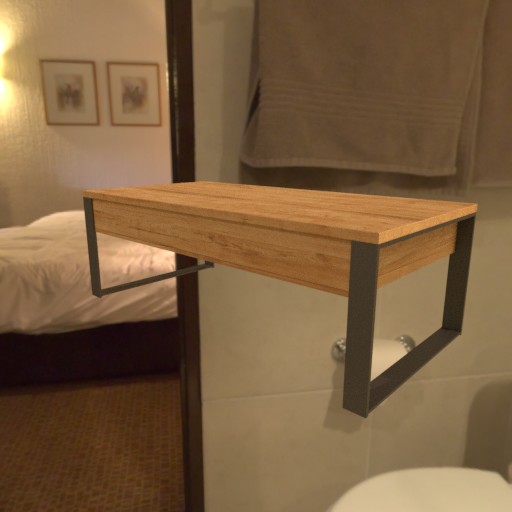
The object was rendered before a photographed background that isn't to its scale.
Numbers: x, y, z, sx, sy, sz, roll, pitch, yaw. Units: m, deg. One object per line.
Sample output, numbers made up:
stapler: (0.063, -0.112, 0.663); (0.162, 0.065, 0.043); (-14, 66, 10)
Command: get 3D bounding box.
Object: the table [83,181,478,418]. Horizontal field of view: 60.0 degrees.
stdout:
table: (0.000, 0.000, 1.487); (1.180, 0.400, 0.590); (13, 19, 41)
